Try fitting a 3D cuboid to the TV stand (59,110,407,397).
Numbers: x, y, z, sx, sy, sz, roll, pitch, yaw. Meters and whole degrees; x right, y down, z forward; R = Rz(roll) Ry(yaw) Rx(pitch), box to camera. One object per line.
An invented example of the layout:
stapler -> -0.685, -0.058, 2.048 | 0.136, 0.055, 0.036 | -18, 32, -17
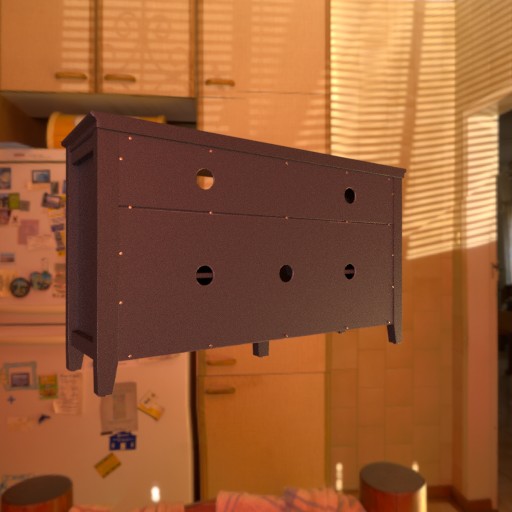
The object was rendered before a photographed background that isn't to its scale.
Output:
TV stand -> 0.000, 0.000, 1.524 | 1.198, 0.681, 0.347 | 0, 0, -35
